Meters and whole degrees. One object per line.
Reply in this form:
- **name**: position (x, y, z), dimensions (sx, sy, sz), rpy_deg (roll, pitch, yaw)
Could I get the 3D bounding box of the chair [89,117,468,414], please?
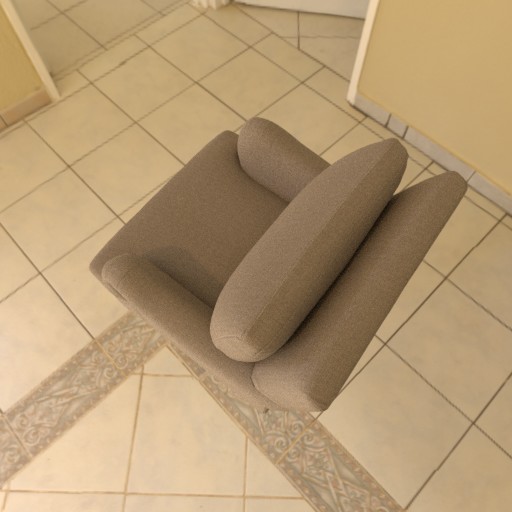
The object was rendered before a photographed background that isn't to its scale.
- **chair**: position (0.000, 0.000, 1.803), dimensions (1.070, 1.038, 0.955), rpy_deg (34, 68, 15)
